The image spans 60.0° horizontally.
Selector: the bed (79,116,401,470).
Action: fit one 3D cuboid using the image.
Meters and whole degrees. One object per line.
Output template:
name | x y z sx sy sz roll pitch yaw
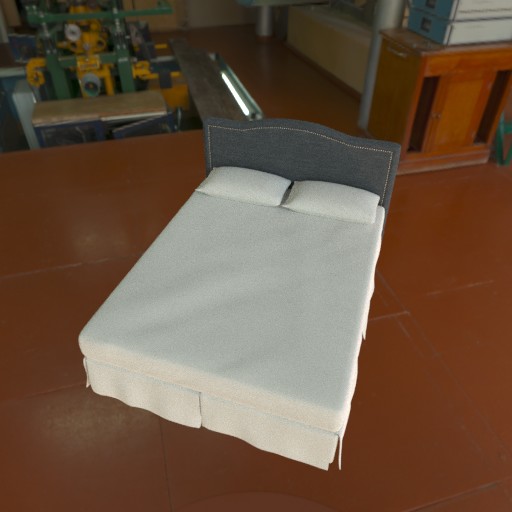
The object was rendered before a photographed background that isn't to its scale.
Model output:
bed | 0.000 0.000 3.956 2.161 1.457 2.689 12 42 14
